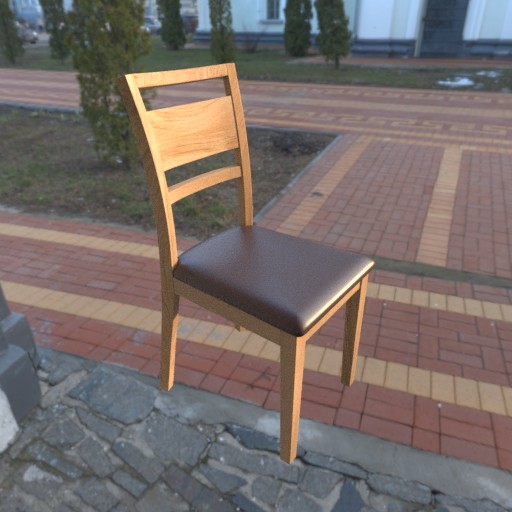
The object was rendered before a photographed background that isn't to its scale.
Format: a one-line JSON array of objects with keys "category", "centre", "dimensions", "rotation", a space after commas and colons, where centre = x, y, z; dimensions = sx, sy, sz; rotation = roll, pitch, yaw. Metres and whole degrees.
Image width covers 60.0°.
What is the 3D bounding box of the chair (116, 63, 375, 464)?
[{"category": "chair", "centre": [0.000, 0.000, 1.231], "dimensions": [0.545, 0.940, 0.420], "rotation": [19, 34, 32]}]
